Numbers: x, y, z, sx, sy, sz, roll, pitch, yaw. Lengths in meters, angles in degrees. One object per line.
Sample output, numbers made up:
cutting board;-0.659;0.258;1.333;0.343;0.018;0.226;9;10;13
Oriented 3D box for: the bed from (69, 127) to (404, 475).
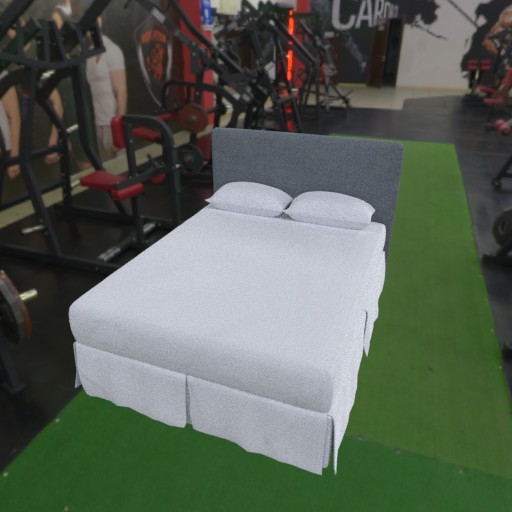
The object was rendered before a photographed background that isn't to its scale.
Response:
bed;0.000;0.000;3.151;1.713;1.330;2.142;10;29;19
